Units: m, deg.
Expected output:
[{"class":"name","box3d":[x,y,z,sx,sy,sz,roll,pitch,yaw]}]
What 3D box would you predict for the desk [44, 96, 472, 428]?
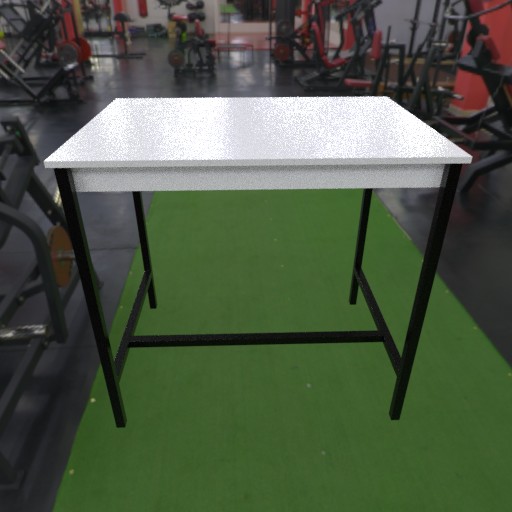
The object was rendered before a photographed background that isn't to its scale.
[{"class":"desk","box3d":[0.000,0.000,1.279,0.811,0.766,0.573,-1,31,-2]}]
